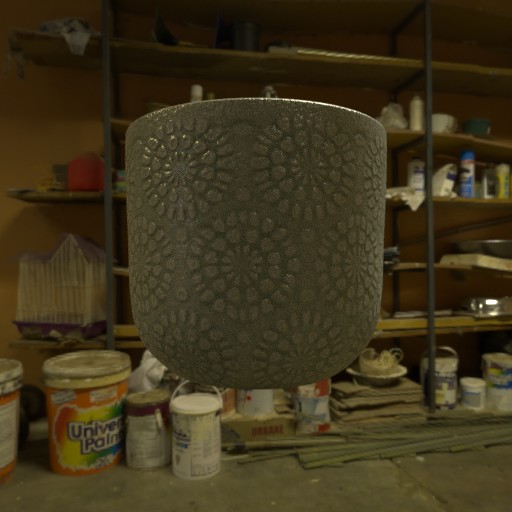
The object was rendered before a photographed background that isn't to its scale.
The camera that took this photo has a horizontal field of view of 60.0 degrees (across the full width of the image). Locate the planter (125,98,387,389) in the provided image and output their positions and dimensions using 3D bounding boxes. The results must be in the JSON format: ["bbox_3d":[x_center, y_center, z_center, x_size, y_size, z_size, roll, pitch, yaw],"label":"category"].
[{"bbox_3d":[0.000,0.000,0.299,0.169,0.153,0.169,0,0,0],"label":"planter"}]
